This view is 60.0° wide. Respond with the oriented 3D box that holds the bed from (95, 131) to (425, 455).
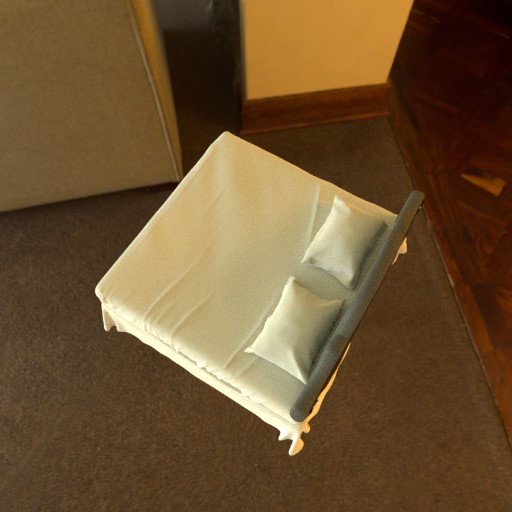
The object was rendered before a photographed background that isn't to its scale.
[{"bbox_3d":[0.000,0.000,3.757,2.222,1.631,2.303,29,68,13],"label":"bed"}]
